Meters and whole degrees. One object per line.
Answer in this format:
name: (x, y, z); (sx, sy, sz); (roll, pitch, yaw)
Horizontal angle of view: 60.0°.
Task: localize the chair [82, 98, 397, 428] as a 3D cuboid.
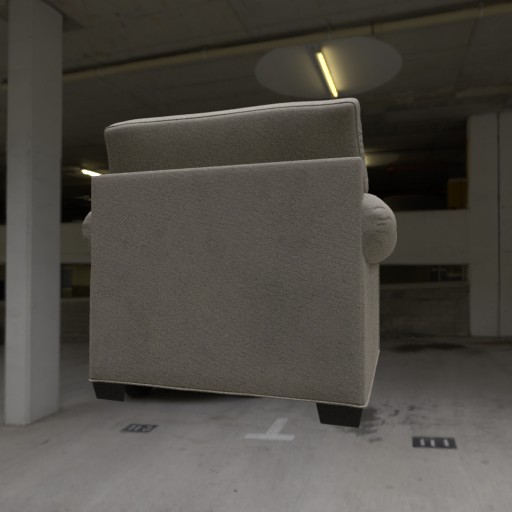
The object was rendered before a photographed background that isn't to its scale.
chair: (0.000, 0.000, 1.894); (1.147, 1.044, 0.939); (0, -1, 18)
